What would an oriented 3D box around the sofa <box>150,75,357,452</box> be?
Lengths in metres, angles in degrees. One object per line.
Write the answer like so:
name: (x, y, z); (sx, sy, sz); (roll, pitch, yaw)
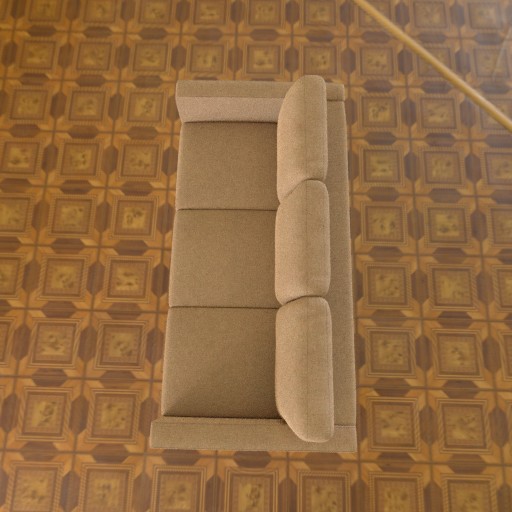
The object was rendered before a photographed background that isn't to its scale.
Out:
sofa: (0.000, 0.000, 2.340); (0.930, 0.800, 1.855); (1, 75, 0)
